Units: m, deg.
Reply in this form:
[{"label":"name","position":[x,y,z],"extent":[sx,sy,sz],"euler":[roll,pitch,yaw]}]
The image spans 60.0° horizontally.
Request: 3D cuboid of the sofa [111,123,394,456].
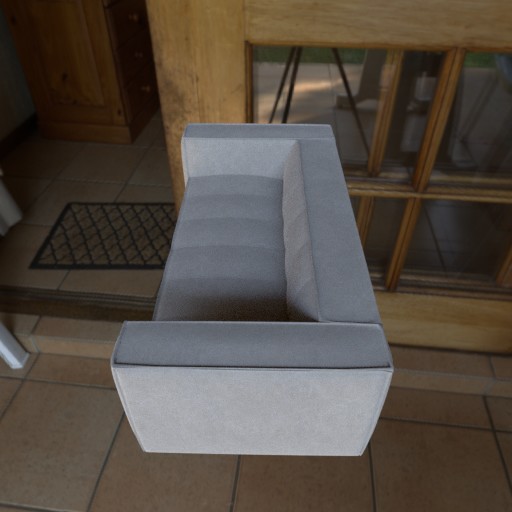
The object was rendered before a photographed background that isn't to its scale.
[{"label":"sofa","position":[0.000,0.000,2.457],"extent":[1.038,0.680,1.995],"euler":[1,41,1]}]
